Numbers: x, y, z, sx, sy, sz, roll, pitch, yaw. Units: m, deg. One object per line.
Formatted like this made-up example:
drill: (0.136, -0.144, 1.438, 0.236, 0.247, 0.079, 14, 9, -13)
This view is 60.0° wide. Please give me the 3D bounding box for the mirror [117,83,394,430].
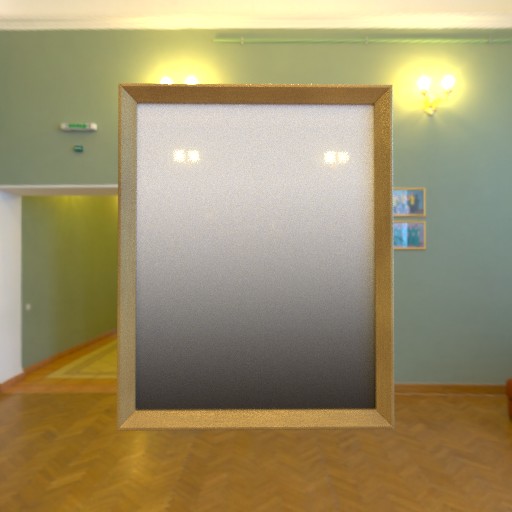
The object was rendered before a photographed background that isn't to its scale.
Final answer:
mirror: (0.000, 0.000, 0.671, 0.406, 0.509, 0.041, 0, -1, -1)
